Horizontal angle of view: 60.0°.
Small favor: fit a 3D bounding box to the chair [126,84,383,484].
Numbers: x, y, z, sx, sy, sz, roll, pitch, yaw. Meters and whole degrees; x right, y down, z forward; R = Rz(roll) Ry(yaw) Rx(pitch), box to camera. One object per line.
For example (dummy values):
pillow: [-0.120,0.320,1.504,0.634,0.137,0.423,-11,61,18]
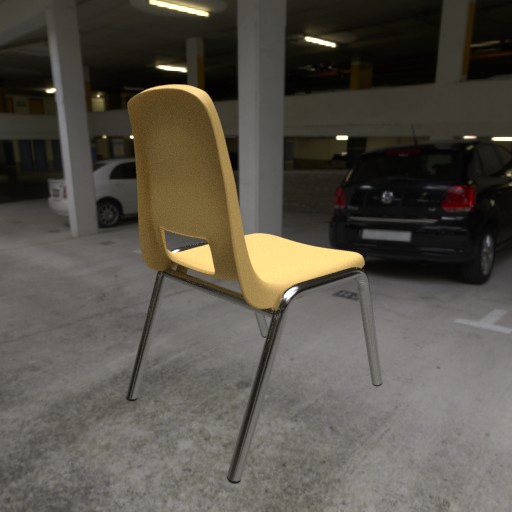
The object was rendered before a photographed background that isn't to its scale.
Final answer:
chair: [0.000,0.000,0.849,0.423,0.586,0.354,-15,21,-43]
